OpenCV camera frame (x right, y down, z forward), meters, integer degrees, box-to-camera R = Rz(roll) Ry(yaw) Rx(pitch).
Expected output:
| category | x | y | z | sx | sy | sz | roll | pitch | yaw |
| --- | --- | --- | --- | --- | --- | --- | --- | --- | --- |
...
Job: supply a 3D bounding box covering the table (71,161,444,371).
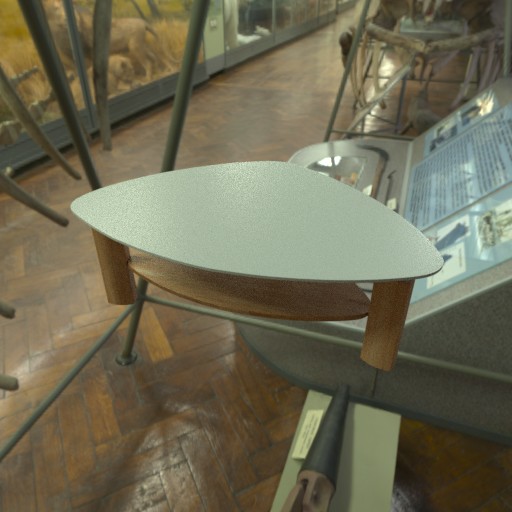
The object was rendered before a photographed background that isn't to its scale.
| category | x | y | z | sx | sy | sz | roll | pitch | yaw |
| --- | --- | --- | --- | --- | --- | --- | --- | --- | --- |
| table | 0.000 | 0.000 | 1.686 | 1.250 | 0.440 | 0.850 | 11 | 34 | 16 |
